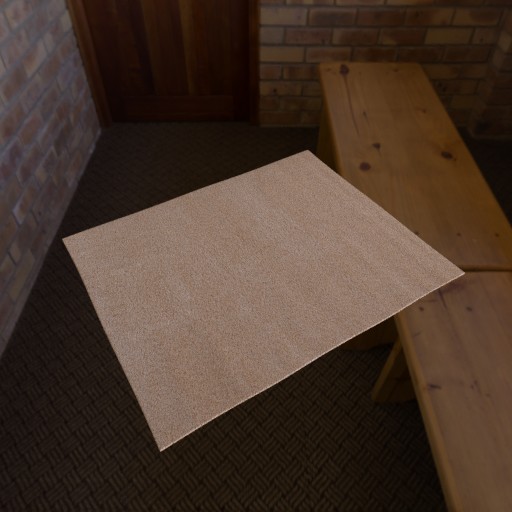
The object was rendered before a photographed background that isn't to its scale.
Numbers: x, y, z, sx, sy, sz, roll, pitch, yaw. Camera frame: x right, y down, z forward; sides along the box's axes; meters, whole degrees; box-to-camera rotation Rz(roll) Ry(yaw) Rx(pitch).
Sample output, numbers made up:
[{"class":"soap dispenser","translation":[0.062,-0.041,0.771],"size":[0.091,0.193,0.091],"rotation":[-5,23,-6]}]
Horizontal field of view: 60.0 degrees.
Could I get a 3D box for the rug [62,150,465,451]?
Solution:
[{"class":"rug","translation":[0.000,0.000,4.212],"size":[3.000,0.025,2.400],"rotation":[-24,51,-22]}]
